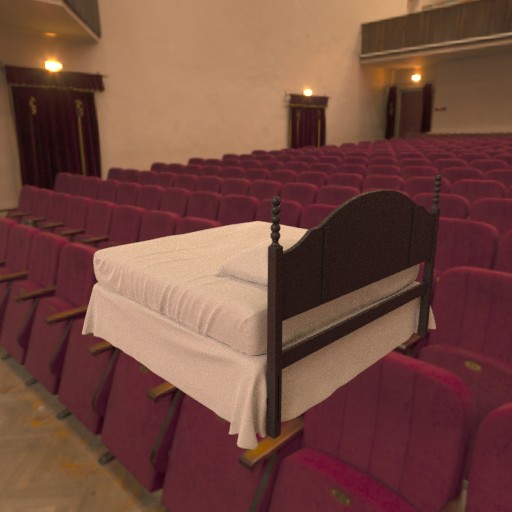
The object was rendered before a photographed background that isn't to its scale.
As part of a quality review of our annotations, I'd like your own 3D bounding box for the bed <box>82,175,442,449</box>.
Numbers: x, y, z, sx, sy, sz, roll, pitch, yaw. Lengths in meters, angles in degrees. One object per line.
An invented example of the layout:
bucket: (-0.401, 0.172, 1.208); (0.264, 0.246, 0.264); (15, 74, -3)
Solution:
bed: (0.000, 0.000, 3.704); (2.322, 1.355, 2.219); (-14, 21, -43)
